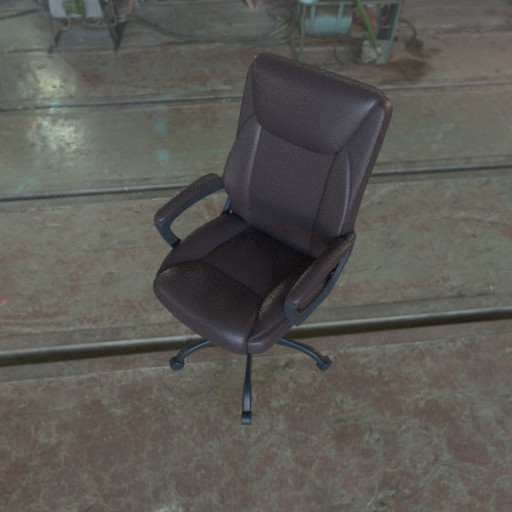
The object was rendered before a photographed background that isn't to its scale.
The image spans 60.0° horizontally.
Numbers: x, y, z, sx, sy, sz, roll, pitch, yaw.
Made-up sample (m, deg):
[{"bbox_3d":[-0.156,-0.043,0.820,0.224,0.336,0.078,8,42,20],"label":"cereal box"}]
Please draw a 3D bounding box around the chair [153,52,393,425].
[{"bbox_3d":[0.000,0.000,1.478,0.615,1.072,0.655,30,54,25],"label":"chair"}]
